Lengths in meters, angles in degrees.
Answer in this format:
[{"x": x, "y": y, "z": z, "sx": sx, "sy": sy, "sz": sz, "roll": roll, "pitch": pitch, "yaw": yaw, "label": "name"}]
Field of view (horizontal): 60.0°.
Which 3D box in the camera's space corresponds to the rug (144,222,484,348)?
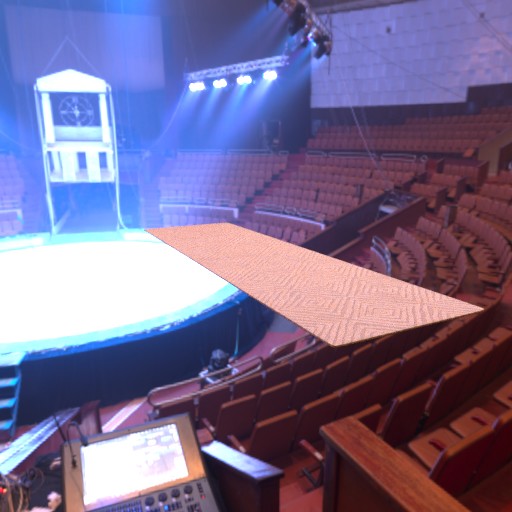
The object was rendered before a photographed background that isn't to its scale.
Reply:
[{"x": 0.000, "y": 0.000, "z": 2.421, "sx": 0.676, "sy": 0.008, "sz": 2.277, "roll": -7, "pitch": 15, "yaw": -27, "label": "rug"}]
